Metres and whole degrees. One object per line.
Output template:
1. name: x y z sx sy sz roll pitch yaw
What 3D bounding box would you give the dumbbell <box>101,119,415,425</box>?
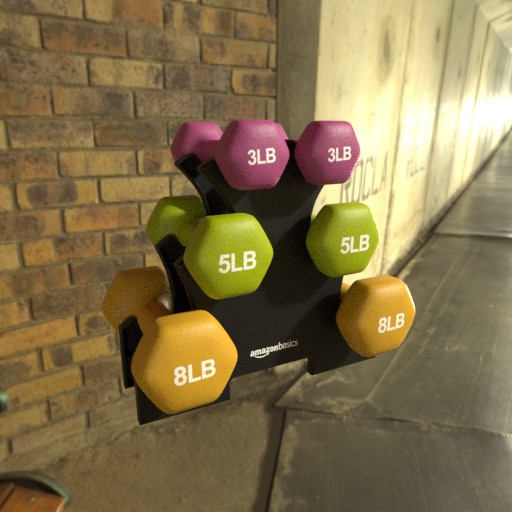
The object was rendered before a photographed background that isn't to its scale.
1. dumbbell: 0.000 0.000 0.467 0.300 0.271 0.190 -8 18 -26
